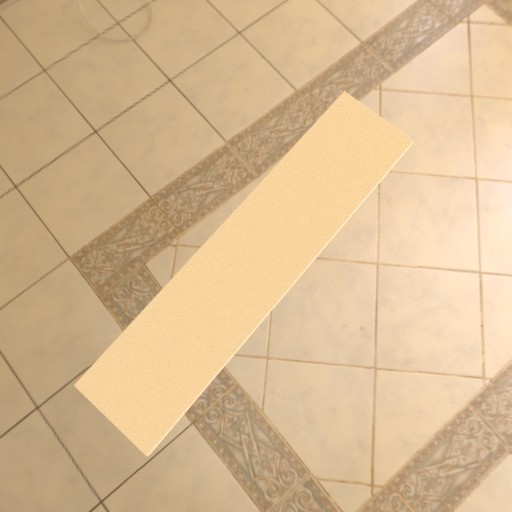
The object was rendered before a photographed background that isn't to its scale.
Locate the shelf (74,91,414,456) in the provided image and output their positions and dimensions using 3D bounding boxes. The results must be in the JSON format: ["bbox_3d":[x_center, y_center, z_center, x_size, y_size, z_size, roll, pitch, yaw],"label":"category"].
[{"bbox_3d":[0.000,0.000,0.666,0.140,0.020,0.610,40,79,9],"label":"shelf"}]
